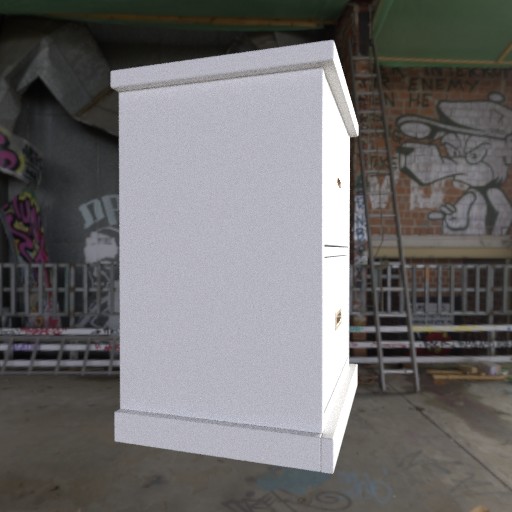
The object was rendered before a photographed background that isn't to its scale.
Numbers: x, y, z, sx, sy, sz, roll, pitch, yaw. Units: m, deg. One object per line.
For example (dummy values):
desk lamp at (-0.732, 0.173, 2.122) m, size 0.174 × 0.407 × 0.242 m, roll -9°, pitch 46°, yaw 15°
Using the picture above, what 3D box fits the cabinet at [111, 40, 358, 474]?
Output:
cabinet at (0.000, 0.000, 1.046) m, size 0.431 × 0.723 × 0.520 m, roll 0°, pitch 1°, yaw 17°
